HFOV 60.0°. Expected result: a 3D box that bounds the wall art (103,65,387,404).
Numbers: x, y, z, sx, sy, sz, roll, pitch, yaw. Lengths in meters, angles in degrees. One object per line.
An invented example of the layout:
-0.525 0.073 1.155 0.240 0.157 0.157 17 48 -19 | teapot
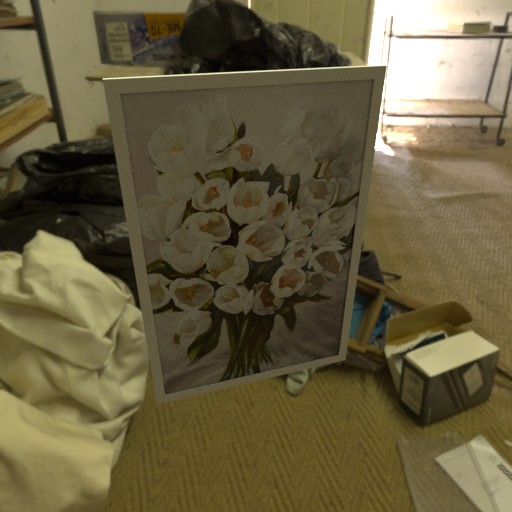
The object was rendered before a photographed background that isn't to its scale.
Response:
0.000 0.000 1.243 0.660 0.965 0.015 -9 32 -15 | wall art
